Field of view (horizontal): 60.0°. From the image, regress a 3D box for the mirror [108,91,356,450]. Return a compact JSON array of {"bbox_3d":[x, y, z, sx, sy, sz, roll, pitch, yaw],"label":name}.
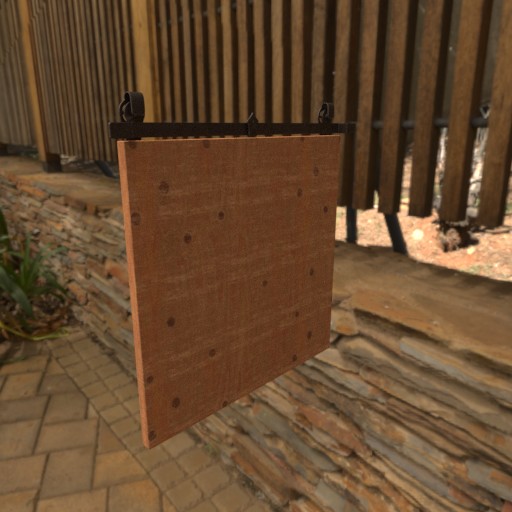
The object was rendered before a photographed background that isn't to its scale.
[{"bbox_3d":[0.000,0.000,1.194,0.805,0.800,0.054,-16,23,-43],"label":"mirror"}]
